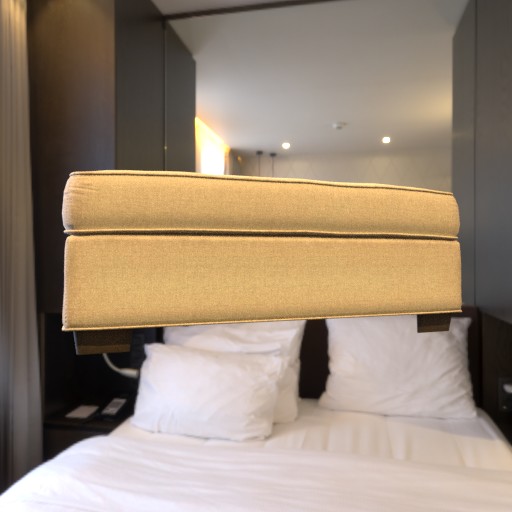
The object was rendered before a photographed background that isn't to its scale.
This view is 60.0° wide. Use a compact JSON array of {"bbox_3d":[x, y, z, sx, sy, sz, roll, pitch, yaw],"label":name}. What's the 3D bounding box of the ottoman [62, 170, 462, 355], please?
[{"bbox_3d":[0.000,0.000,1.423,1.097,0.448,0.617,0,0,-18],"label":"ottoman"}]
